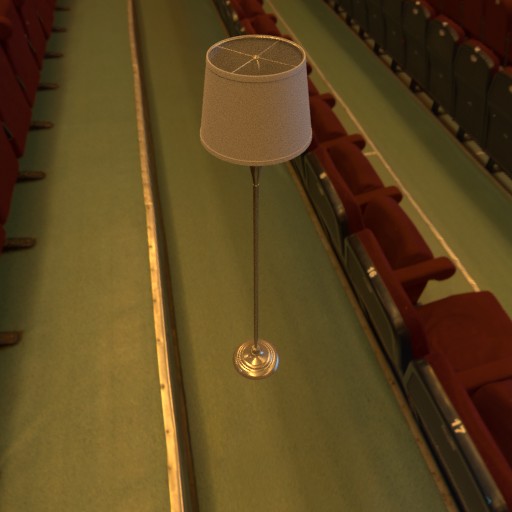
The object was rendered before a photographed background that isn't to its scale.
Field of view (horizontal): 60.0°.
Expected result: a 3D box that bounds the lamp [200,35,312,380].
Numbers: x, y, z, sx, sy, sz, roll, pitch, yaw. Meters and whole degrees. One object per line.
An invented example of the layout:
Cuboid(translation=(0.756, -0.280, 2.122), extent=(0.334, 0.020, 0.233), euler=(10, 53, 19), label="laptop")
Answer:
Cuboid(translation=(0.000, 0.000, 1.681), extent=(0.327, 1.506, 0.327), euler=(-10, 48, -9), label="lamp")
